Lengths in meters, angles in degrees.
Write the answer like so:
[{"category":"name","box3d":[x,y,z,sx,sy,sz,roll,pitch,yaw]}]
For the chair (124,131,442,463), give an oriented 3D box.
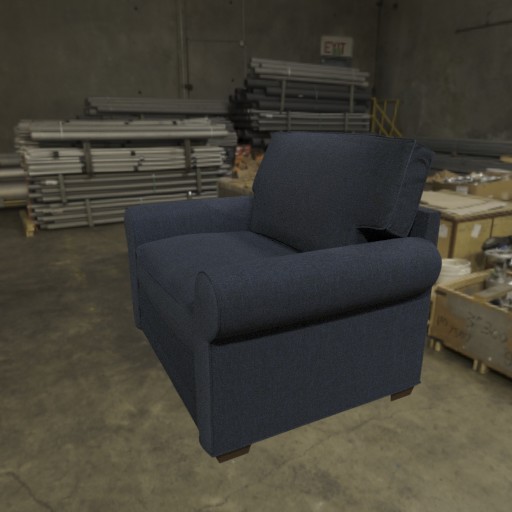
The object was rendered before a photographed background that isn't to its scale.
[{"category":"chair","box3d":[0.000,0.000,1.958,0.963,1.044,1.285,-8,19,-26]}]
